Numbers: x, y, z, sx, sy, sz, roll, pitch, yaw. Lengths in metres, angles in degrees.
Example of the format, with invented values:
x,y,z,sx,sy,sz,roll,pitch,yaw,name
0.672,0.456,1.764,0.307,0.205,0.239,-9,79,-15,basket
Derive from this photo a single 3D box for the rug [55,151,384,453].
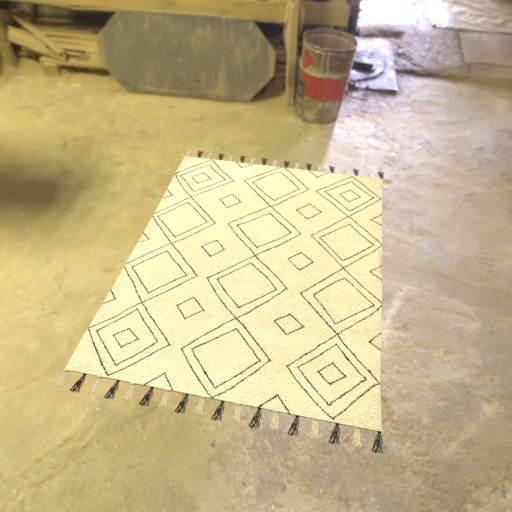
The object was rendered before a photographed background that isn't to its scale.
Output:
x,y,z,sx,sy,sz,roll,pitch,yaw,name
0.000,0.000,4.157,2.342,0.026,3.221,8,46,8,rug
